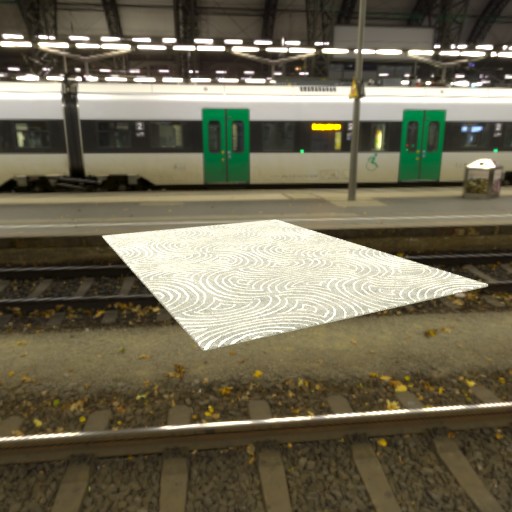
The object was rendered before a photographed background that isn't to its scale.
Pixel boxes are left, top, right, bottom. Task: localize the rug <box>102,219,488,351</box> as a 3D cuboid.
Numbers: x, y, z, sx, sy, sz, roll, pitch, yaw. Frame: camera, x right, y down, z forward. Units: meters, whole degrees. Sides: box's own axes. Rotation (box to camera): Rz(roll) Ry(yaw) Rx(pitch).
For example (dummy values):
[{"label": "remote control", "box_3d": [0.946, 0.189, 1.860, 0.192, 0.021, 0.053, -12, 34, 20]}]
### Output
[{"label": "rug", "box_3d": [0.000, 0.000, 2.826, 1.543, 0.015, 2.144, -8, 16, -27]}]
